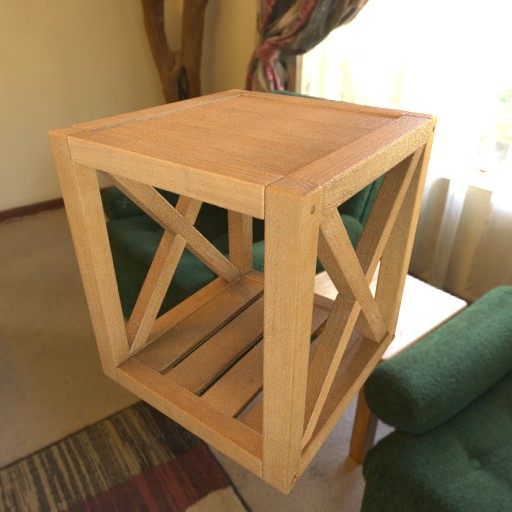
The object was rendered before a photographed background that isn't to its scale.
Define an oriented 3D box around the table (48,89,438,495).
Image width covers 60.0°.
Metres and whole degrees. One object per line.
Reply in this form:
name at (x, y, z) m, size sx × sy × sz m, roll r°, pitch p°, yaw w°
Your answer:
table at (0.000, 0.000, 1.024) m, size 0.558 × 0.610 × 0.559 m, roll 20°, pitch 35°, yaw 30°
